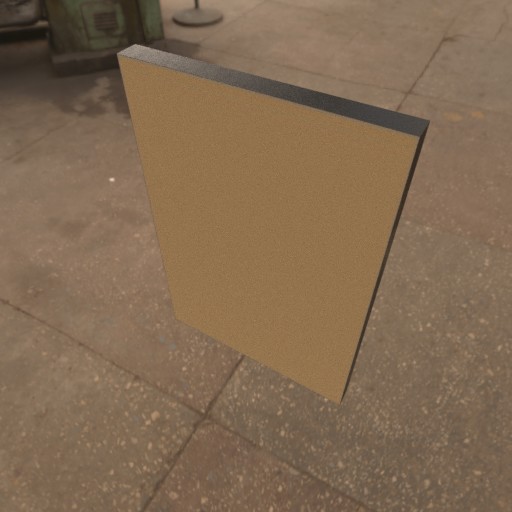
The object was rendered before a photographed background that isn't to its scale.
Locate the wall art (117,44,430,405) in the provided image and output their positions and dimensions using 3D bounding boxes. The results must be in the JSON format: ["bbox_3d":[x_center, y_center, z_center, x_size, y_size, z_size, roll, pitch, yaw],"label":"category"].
[{"bbox_3d":[0.000,0.000,0.571,0.313,0.457,0.031,23,50,21],"label":"wall art"}]
